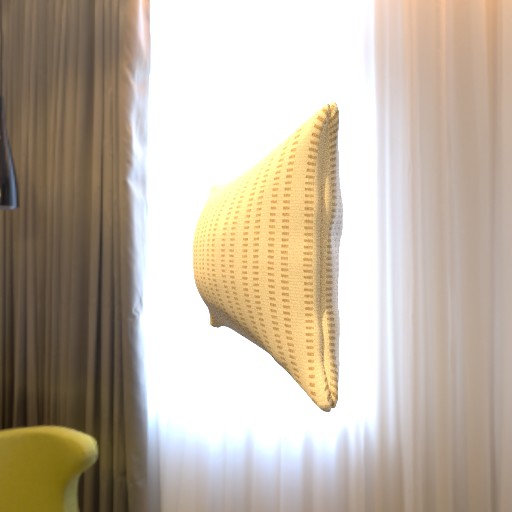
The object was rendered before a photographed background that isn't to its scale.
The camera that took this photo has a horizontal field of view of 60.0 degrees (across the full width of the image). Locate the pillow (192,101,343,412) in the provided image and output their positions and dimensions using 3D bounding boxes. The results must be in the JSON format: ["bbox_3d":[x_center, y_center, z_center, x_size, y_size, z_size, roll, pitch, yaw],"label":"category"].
[{"bbox_3d":[0.000,0.000,0.803,0.210,0.353,0.640,0,0,-17],"label":"pillow"}]
